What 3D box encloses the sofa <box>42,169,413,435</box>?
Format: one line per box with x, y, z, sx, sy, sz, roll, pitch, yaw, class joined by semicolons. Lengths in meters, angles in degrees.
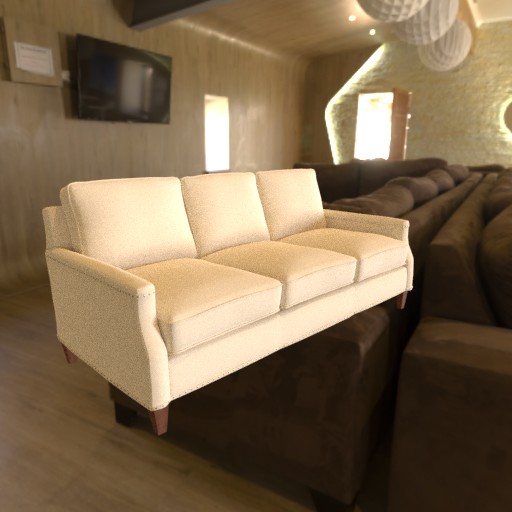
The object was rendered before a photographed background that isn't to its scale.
0.000;0.000;2.804;2.246;1.003;1.084;-14;19;-43;sofa
